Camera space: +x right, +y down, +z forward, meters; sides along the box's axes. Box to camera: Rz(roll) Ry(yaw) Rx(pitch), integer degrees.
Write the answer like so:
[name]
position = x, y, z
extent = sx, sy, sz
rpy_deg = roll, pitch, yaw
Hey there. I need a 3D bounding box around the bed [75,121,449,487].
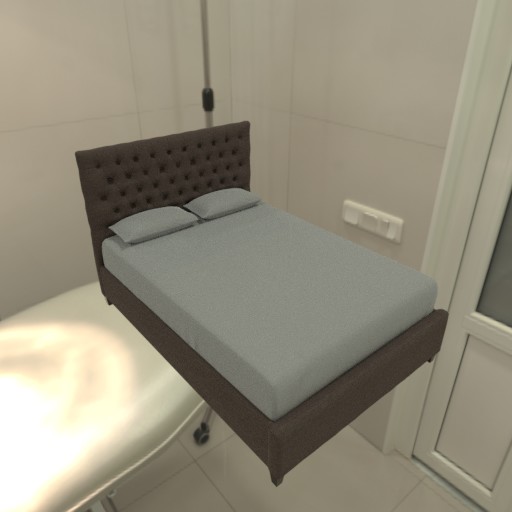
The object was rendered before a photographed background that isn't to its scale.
[bed]
position = 0.000, 0.000, 3.397
extent = 1.698, 1.427, 2.387
rpy_deg = -22, 36, -34
